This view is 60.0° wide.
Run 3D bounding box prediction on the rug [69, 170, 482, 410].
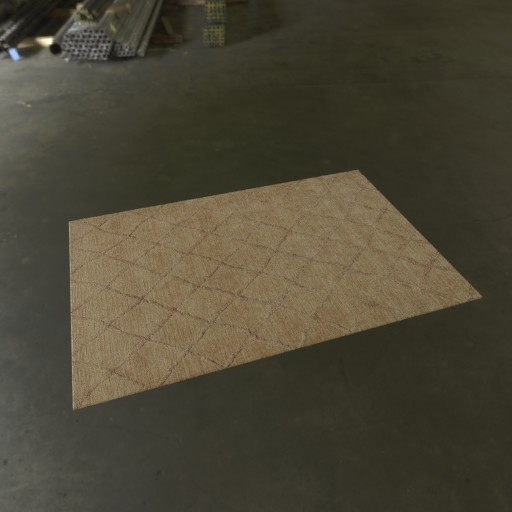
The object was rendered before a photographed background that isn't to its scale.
[{"bbox_3d":[0.000,0.000,2.874,2.292,0.014,1.528,-12,43,-14],"label":"rug"}]
